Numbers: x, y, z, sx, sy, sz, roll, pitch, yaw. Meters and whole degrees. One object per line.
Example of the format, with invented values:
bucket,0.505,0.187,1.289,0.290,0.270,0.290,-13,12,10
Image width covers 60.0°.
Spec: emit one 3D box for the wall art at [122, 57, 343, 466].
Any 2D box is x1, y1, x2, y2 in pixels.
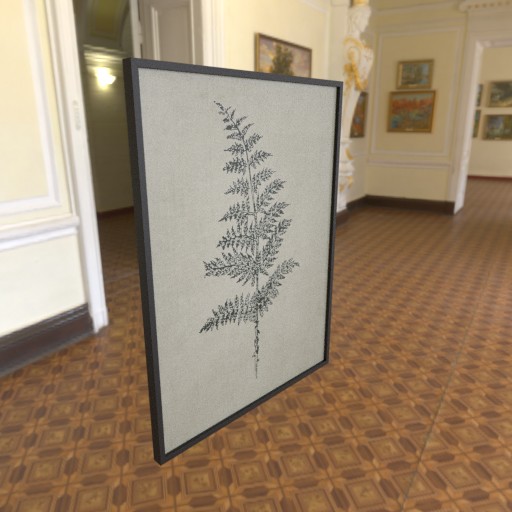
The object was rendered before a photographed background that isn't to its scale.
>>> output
wall art,0.000,0.000,1.392,0.036,1.070,0.802,16,23,43
